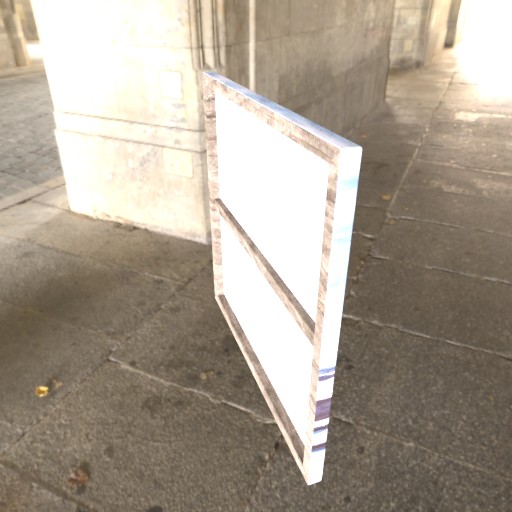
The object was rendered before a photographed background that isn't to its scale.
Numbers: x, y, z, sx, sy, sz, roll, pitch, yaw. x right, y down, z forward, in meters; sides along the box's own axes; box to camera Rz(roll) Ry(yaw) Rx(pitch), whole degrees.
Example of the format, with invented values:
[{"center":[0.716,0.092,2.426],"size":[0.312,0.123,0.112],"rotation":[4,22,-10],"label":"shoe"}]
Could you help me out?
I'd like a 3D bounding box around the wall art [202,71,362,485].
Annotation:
[{"center":[0.000,0.000,1.086],"size":[0.035,0.747,0.747],"rotation":[-11,32,-17],"label":"wall art"}]
